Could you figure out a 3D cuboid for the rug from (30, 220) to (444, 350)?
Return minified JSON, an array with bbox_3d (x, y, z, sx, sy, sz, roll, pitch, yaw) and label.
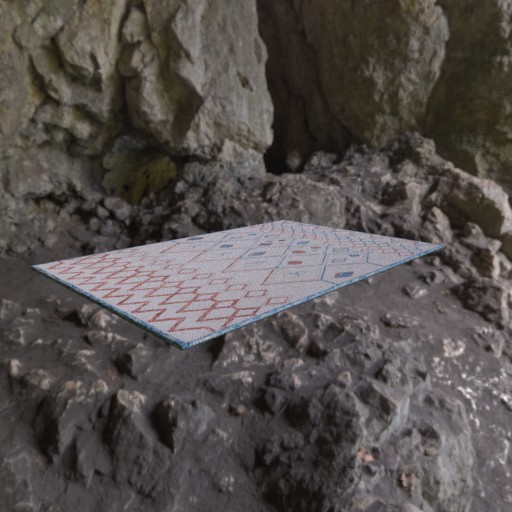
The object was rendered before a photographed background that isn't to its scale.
[{"bbox_3d":[0.000,0.000,2.321,1.219,0.016,1.829,14,20,43],"label":"rug"}]
